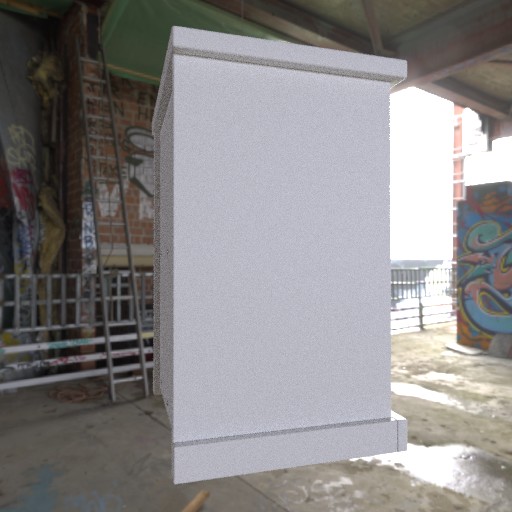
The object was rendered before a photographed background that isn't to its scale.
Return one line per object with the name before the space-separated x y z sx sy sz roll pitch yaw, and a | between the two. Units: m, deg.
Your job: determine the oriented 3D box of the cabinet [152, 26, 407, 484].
cabinet | 0.000 0.000 1.004 0.431 0.723 0.520 0 0 -17
